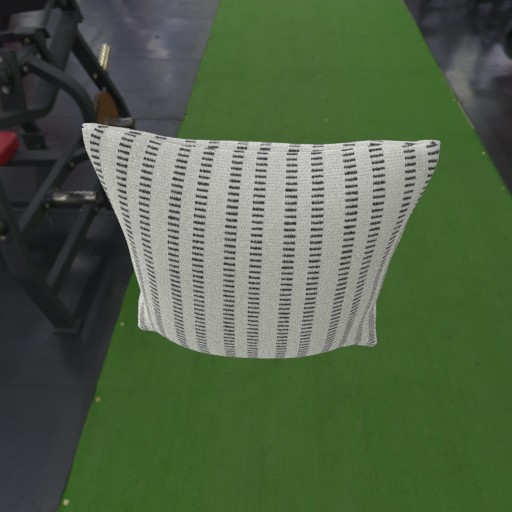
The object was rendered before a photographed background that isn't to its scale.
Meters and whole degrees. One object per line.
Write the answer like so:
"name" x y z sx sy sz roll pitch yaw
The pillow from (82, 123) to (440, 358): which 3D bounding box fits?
"pillow" 0.000 0.000 0.674 0.438 0.419 0.247 4 46 3
